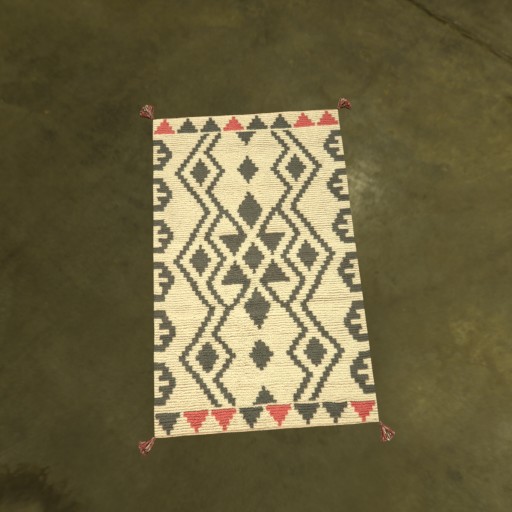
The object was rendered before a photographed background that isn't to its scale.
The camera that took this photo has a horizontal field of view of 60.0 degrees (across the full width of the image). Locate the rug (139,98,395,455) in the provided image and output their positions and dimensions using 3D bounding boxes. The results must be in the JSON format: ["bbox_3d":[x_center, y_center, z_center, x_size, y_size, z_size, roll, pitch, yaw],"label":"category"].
[{"bbox_3d":[0.000,0.000,3.297,1.741,0.066,2.672,-4,74,-1],"label":"rug"}]
